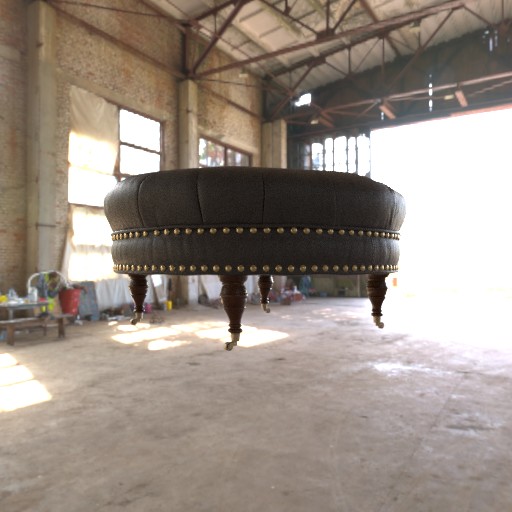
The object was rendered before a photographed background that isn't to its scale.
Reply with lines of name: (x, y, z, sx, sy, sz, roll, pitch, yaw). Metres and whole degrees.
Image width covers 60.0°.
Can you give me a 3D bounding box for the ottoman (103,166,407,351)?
ottoman: (0.000, 0.000, 1.378, 0.901, 0.439, 0.901, 0, -1, 0)
